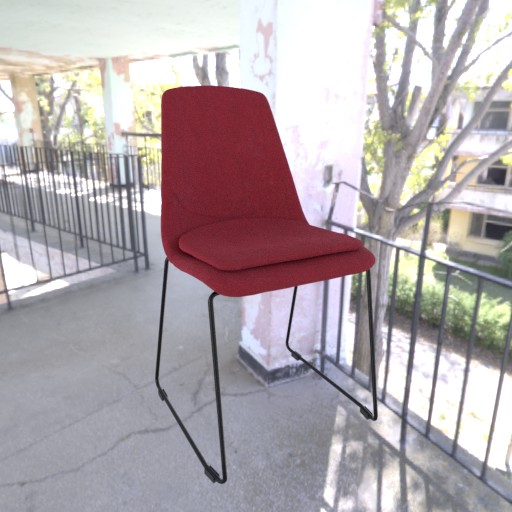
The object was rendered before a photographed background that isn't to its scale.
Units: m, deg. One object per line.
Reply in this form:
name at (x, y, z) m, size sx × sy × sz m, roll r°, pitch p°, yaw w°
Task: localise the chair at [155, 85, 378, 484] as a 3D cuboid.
chair at (0.000, 0.000, 1.148) m, size 0.479 × 0.858 × 0.518 m, roll -9°, pitch 19°, yaw -27°
